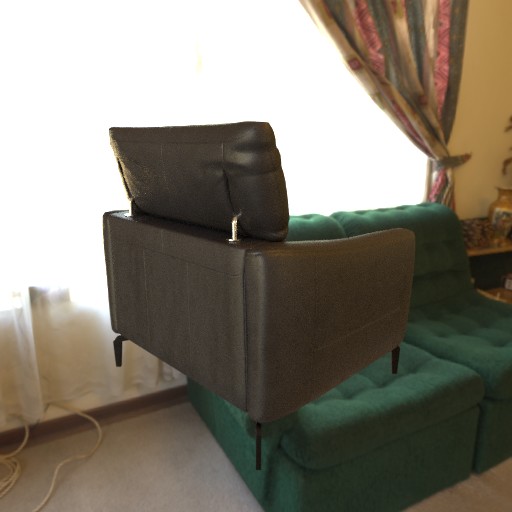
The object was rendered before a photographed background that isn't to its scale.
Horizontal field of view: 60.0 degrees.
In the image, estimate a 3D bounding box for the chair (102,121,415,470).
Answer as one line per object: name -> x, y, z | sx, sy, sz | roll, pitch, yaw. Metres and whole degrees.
chair -> 0.000, 0.000, 1.684 | 0.809, 0.949, 0.976 | -14, 20, -42
